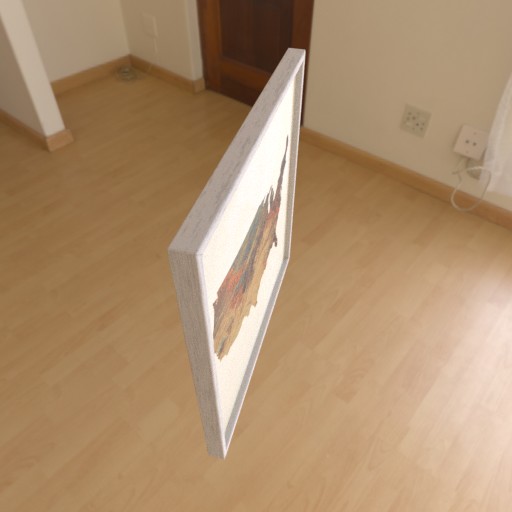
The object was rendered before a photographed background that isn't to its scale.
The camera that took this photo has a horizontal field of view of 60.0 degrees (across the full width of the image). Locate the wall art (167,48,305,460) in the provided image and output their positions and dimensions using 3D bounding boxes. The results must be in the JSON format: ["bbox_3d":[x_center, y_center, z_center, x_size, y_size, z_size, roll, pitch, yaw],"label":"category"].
[{"bbox_3d":[0.000,0.000,1.933,0.078,1.288,1.287,11,47,11],"label":"wall art"}]
